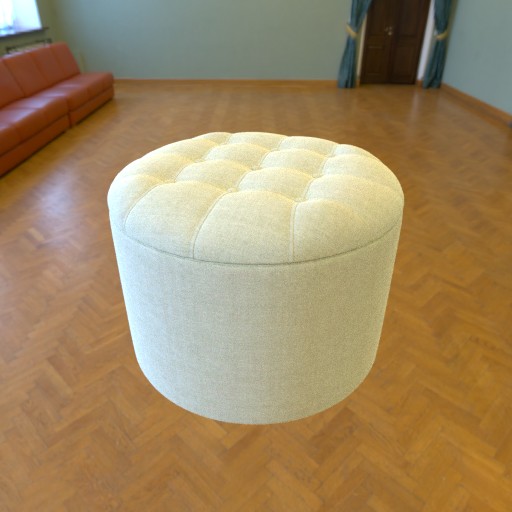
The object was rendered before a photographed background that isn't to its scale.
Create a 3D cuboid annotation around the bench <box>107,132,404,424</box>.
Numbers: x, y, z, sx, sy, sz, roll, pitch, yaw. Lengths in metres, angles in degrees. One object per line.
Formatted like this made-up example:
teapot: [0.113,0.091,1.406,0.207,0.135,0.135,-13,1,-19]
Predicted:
bench: [0.000,0.000,1.014,0.600,0.453,0.600,0,31,0]
